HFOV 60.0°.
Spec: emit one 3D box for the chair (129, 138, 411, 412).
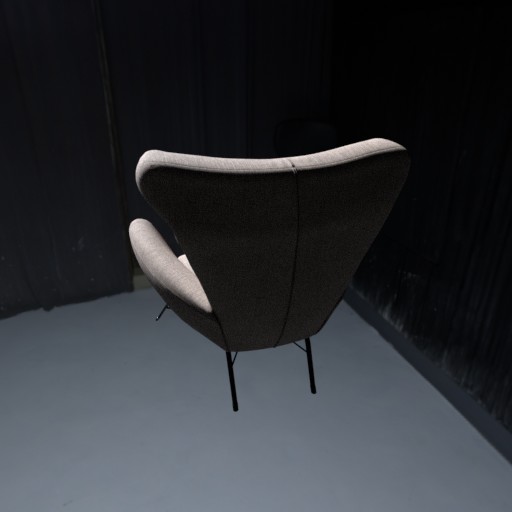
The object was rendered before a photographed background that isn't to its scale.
[{"bbox_3d":[0.000,0.000,1.855,0.980,1.040,0.900,-8,27,-16],"label":"chair"}]
